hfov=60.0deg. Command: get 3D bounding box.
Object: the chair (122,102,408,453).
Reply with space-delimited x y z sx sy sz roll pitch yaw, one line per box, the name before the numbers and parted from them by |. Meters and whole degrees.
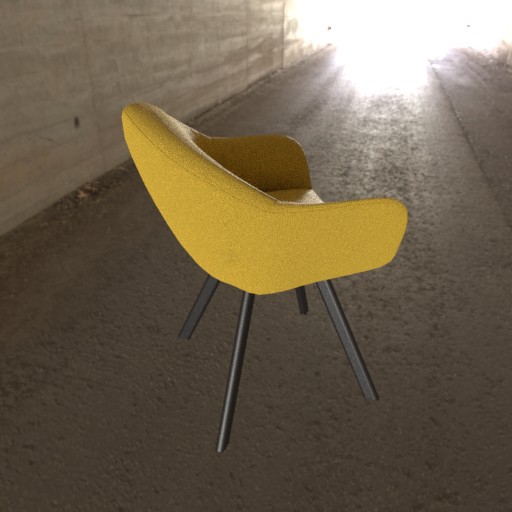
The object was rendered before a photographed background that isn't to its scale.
chair | 0.000 0.000 1.141 0.565 0.775 0.545 -10 31 -18
